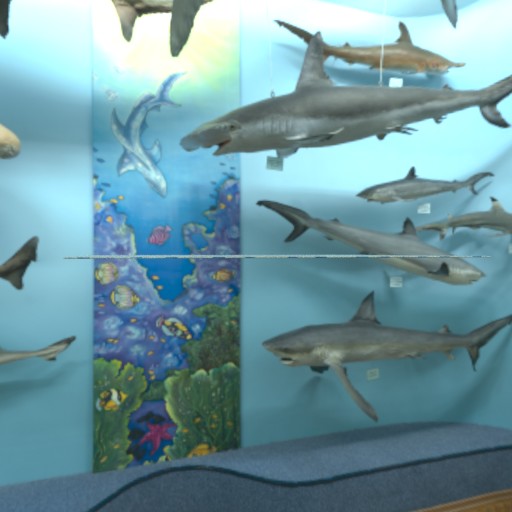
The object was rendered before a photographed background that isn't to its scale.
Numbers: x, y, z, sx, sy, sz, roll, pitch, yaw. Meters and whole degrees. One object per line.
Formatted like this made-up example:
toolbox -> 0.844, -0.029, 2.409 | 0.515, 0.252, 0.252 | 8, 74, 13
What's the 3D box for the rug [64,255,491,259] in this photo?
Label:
rug -> 0.000, 0.000, 4.143 | 3.059, 0.008, 2.453 | 0, 0, -17
